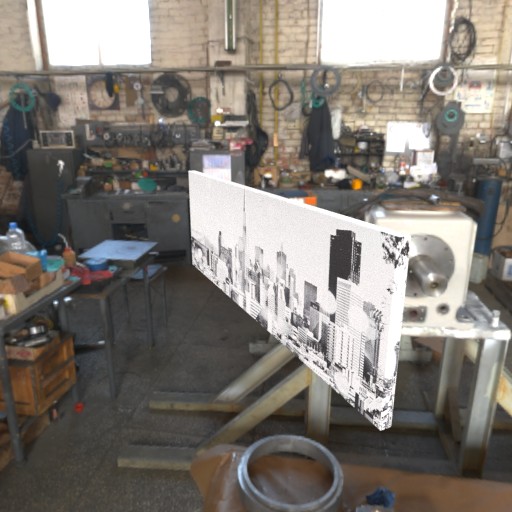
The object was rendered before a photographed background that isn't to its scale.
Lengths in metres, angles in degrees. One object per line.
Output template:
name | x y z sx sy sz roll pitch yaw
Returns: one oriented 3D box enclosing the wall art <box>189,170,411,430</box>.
wall art | 0.000 0.000 1.714 0.039 0.507 1.520 -8 19 -25
